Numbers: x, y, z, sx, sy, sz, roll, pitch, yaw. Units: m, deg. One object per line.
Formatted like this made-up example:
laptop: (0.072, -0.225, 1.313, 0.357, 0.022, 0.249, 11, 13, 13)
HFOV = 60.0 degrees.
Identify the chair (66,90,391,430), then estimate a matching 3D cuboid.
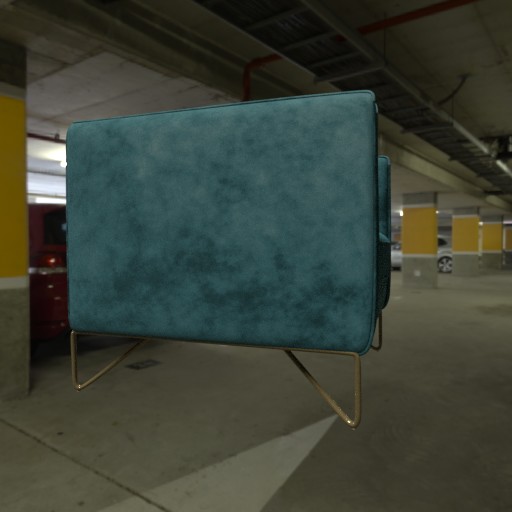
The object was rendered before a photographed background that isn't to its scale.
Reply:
chair: (0.000, 0.000, 1.543, 0.894, 0.790, 0.880, 0, 1, 19)
